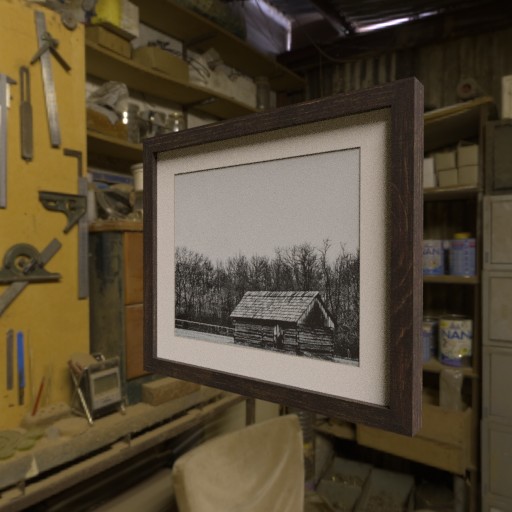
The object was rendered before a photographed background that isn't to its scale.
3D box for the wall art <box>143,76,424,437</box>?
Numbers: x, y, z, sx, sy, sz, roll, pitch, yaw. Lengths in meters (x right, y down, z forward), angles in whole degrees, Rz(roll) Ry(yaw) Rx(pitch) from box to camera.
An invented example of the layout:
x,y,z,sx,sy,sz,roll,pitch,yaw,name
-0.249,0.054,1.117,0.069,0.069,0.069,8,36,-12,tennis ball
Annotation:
x,y,z,sx,sy,sz,roll,pitch,yaw,name
0.000,0.000,0.531,0.381,0.330,0.031,1,1,37,wall art
